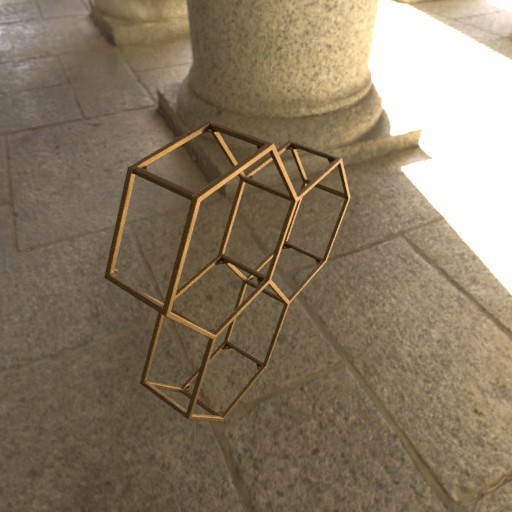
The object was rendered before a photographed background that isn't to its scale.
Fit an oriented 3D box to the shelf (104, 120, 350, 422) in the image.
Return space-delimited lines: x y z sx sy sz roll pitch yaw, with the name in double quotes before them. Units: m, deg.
"shelf" 0.000 0.000 1.079 0.150 0.701 0.708 26 49 25
